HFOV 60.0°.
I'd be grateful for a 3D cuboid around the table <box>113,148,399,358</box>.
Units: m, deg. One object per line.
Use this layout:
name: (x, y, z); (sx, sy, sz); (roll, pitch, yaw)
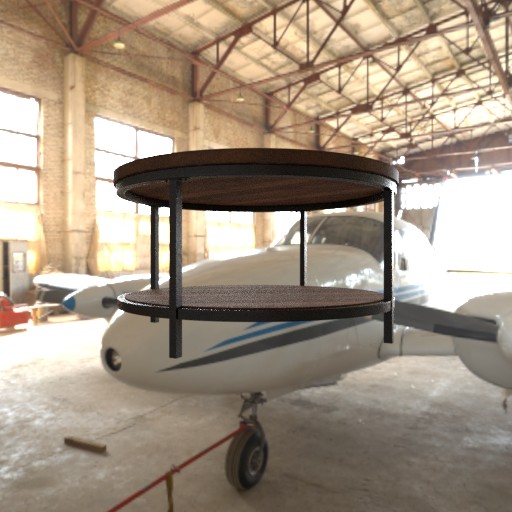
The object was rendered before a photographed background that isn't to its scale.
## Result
table: (0.000, 0.000, 1.365); (0.837, 0.462, 0.837); (0, 0, 0)
